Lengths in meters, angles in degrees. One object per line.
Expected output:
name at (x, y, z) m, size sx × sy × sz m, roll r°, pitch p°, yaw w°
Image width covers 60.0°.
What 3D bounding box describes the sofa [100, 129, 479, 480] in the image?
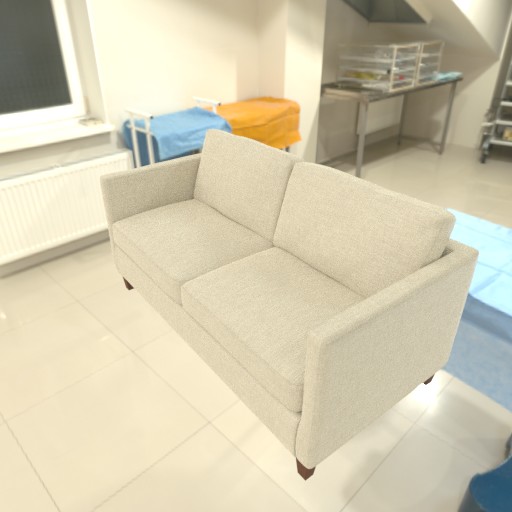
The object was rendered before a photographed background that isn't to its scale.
sofa at (0.000, 0.000, 2.332) m, size 0.950 × 0.963 × 1.838 m, roll -21°, pitch 37°, yaw -32°
